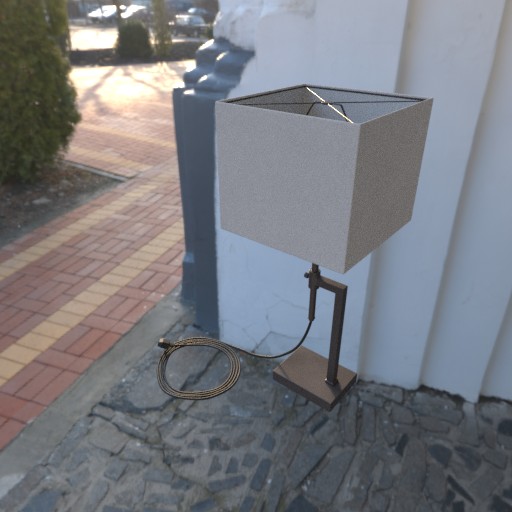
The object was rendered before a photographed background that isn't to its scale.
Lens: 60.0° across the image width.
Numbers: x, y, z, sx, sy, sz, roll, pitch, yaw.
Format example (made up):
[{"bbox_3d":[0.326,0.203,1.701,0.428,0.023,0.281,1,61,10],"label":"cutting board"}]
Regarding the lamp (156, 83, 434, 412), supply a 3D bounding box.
[{"bbox_3d":[0.000,0.000,0.965,0.504,0.660,0.399,22,36,34],"label":"lamp"}]
